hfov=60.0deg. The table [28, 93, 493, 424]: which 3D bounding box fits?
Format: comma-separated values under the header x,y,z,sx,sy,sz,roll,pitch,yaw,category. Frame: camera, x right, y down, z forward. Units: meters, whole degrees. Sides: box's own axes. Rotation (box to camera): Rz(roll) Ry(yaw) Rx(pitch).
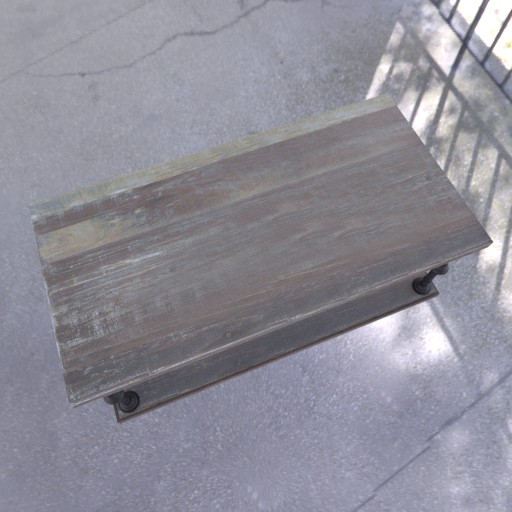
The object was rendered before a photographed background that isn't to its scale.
x,y,z,sx,sy,sz,roll,pitch,yaw,category
0.000,0.000,1.338,1.088,0.399,0.554,-20,66,-9,table
